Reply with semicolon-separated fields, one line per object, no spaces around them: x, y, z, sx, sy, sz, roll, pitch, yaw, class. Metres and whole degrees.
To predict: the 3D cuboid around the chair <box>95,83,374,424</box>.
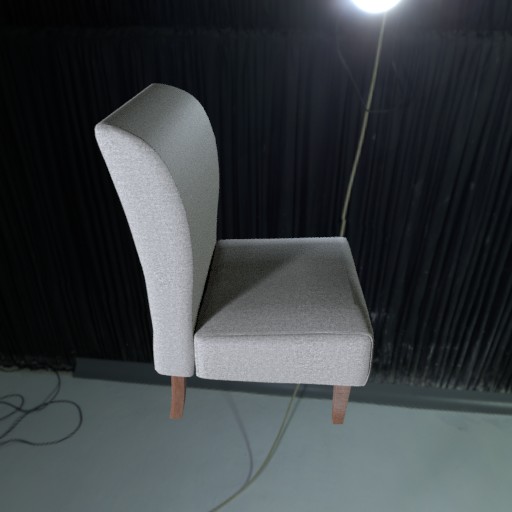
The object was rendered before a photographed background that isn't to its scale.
0.000;0.000;1.193;0.592;0.804;0.513;1;31;1;chair
